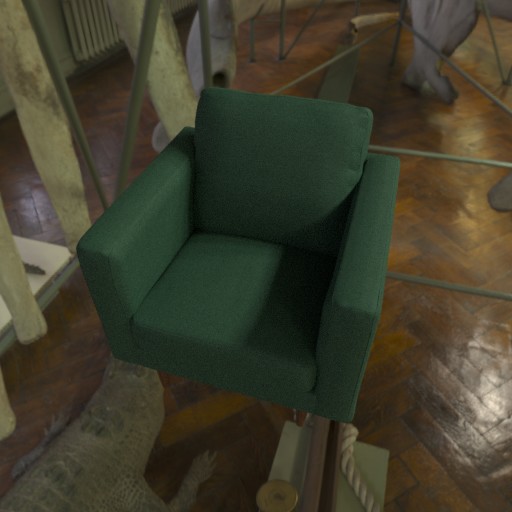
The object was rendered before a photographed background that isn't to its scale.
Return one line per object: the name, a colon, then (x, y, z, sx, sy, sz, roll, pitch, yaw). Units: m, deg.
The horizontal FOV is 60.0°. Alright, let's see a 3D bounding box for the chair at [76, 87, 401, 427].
chair: (0.000, 0.000, 1.550, 0.855, 0.927, 0.800, 12, 43, 13)
